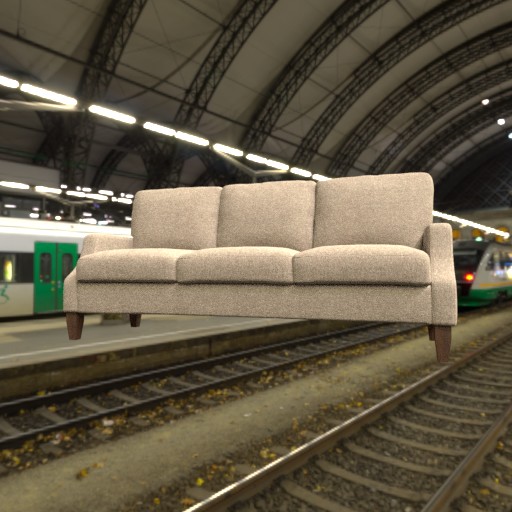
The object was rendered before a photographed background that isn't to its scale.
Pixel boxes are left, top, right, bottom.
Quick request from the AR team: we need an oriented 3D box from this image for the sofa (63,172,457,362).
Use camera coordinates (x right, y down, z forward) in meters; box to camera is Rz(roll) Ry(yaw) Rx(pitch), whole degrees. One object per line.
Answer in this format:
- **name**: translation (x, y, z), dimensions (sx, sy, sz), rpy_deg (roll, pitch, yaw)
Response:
- **sofa**: translation (0.000, 0.000, 2.651), dimensions (2.115, 0.984, 0.888), rpy_deg (-1, -2, 18)
